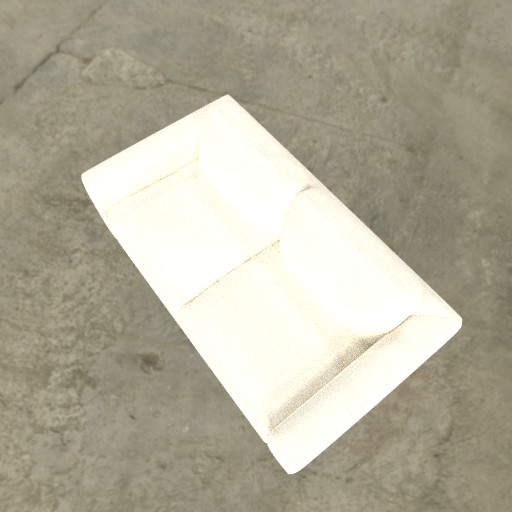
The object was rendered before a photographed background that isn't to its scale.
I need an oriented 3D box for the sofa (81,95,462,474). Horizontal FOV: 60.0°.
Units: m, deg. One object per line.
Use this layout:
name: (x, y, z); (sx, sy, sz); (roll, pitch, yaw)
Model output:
sofa: (0.000, 0.000, 2.423); (1.069, 0.801, 1.920); (-35, 68, -17)
